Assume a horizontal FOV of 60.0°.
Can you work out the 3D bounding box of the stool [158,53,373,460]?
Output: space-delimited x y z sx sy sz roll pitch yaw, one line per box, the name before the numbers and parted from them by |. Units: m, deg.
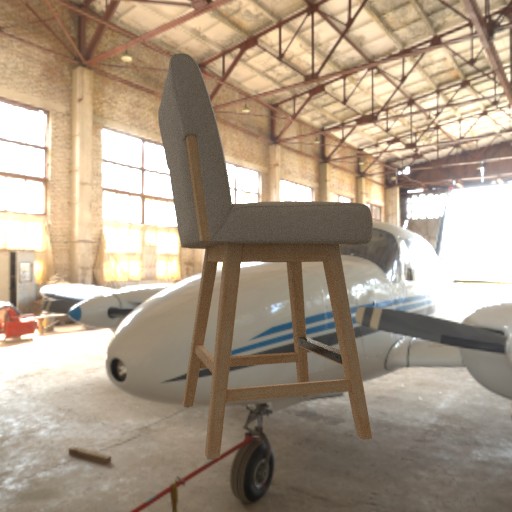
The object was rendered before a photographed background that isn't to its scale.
stool | 0.000 0.000 1.458 0.606 1.085 0.507 0 -1 -17
